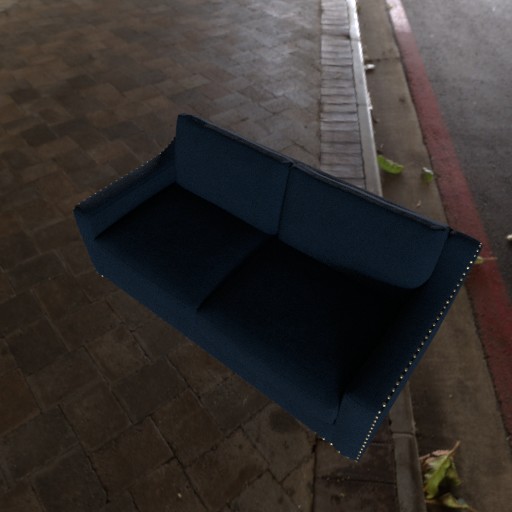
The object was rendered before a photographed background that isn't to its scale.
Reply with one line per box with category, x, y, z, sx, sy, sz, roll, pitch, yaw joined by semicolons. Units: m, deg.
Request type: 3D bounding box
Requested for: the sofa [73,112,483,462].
sofa;0.000;0.000;2.652;2.107;0.983;1.104;30;54;25
